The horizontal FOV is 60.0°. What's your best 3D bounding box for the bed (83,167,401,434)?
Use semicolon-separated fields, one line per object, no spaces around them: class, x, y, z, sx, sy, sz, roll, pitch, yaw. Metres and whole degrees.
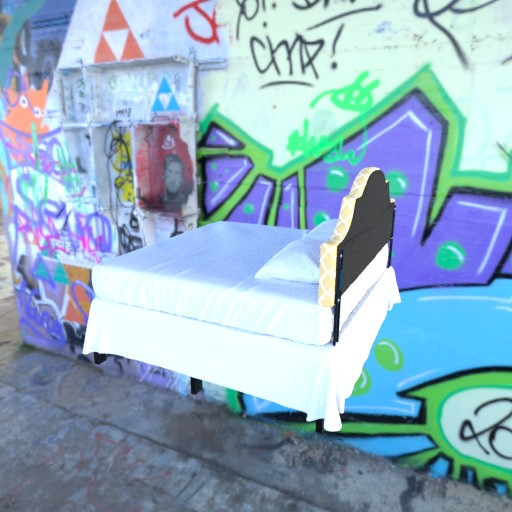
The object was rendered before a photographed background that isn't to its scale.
bed;0.000;0.000;3.901;2.222;1.601;2.314;8;18;25
